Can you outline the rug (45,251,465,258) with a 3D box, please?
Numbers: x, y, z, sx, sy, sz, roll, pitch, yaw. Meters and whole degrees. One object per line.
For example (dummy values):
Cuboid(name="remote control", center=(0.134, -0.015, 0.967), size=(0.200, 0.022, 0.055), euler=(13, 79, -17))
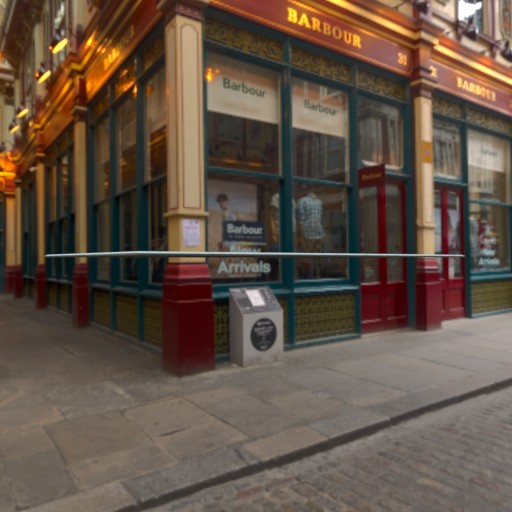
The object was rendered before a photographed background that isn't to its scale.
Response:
Cuboid(name="rug", center=(0.000, 0.000, 2.860), size=(2.205, 0.014, 1.589), euler=(0, -1, -36))
